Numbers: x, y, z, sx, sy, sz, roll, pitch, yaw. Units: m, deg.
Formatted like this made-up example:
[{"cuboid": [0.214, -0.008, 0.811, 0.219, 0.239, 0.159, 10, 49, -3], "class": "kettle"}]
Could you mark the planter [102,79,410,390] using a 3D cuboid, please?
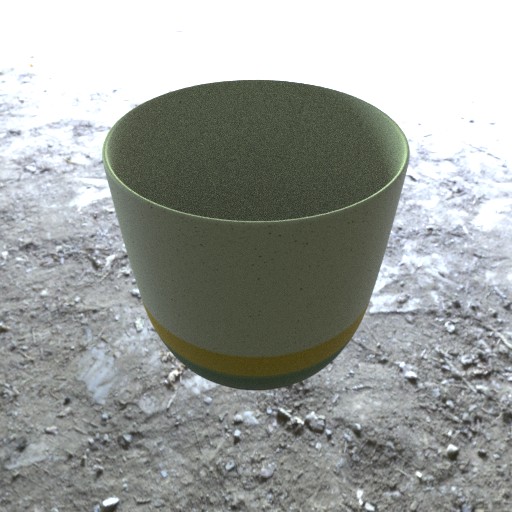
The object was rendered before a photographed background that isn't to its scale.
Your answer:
[{"cuboid": [0.000, 0.000, 0.359, 0.195, 0.214, 0.195, 0, 42, 0], "class": "planter"}]
